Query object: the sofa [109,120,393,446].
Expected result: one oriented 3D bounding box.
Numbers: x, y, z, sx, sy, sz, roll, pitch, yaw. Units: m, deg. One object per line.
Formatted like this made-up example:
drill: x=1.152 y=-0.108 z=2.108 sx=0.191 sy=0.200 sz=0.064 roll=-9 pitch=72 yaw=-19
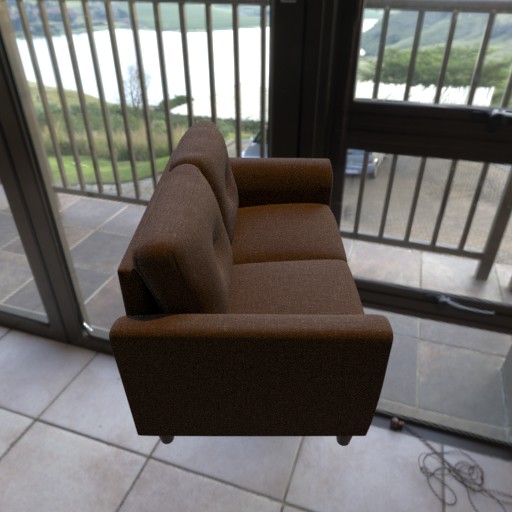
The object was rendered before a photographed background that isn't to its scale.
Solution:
sofa: x=0.000 y=0.000 z=1.962 sx=0.851 sy=0.885 sz=1.423 roll=0 pitch=33 yaw=0
